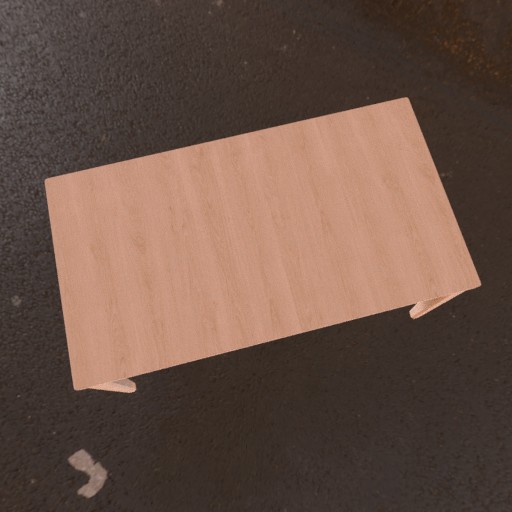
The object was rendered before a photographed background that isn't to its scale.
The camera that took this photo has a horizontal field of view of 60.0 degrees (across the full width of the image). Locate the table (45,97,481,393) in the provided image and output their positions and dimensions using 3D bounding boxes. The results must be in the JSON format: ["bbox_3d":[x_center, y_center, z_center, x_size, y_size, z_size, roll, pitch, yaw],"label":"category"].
[{"bbox_3d":[0.000,0.000,2.088,1.600,0.760,0.900,-14,75,-4],"label":"table"}]
